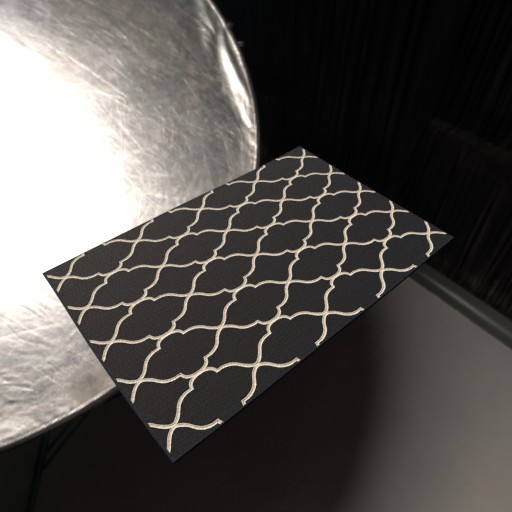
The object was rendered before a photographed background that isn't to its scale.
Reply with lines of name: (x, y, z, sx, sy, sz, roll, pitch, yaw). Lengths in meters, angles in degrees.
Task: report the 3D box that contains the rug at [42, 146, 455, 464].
rug: (0.000, 0.000, 2.917, 2.294, 0.014, 1.528, -32, 54, -27)
